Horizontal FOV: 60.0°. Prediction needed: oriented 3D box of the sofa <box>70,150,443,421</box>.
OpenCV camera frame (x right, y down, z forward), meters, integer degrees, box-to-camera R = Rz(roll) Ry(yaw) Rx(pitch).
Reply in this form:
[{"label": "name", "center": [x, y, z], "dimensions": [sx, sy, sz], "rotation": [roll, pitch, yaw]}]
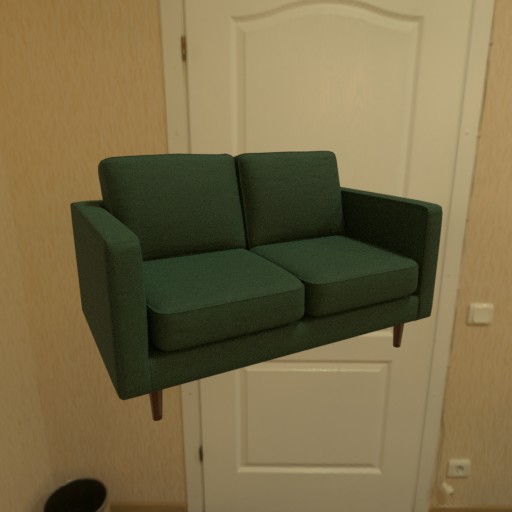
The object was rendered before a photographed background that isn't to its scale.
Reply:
[{"label": "sofa", "center": [0.000, 0.000, 2.009], "dimensions": [1.430, 0.899, 0.879], "rotation": [-8, 18, -27]}]
